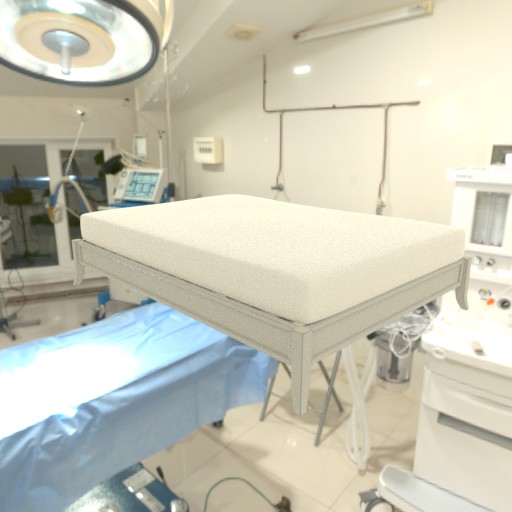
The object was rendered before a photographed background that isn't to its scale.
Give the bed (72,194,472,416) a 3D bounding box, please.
[{"bbox_3d":[0.000,0.000,2.665,1.460,0.510,1.985,-14,20,-42],"label":"bed"}]
